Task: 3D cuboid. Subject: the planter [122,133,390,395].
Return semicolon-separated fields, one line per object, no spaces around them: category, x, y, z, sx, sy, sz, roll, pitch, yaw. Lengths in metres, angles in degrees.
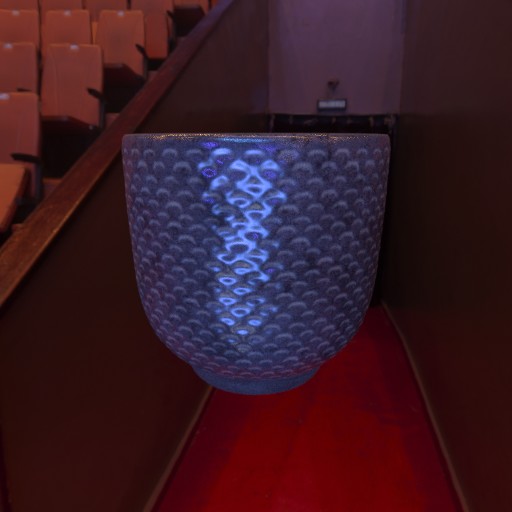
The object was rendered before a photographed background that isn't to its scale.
planter;0.000;0.000;0.360;0.197;0.191;0.197;0;15;0
